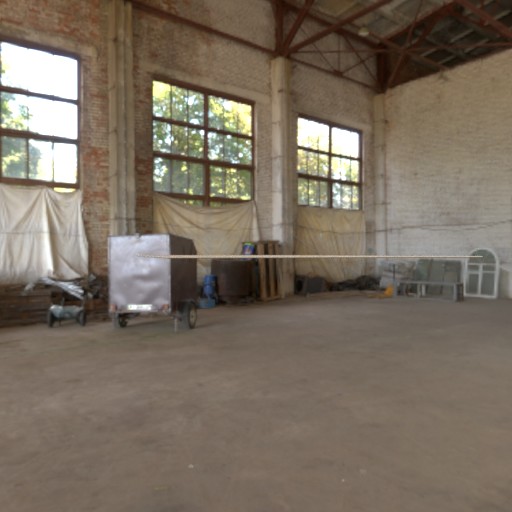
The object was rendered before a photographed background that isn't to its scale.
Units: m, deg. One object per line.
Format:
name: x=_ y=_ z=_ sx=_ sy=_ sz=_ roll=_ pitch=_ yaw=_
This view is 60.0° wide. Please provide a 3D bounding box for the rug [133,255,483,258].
rug: x=0.000 y=0.000 z=3.061 sx=1.523 sy=0.008 sz=2.438 roll=0 pitch=0 yaw=-18
